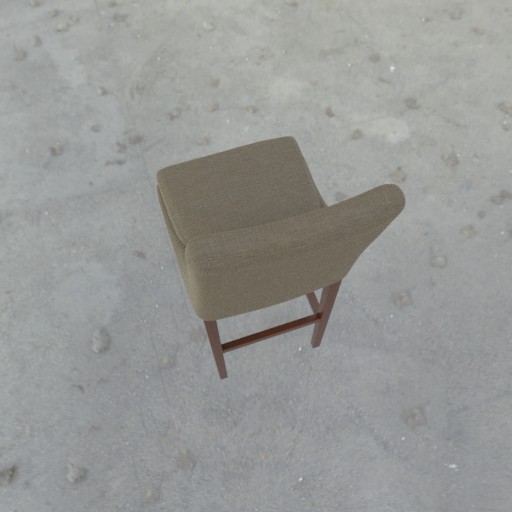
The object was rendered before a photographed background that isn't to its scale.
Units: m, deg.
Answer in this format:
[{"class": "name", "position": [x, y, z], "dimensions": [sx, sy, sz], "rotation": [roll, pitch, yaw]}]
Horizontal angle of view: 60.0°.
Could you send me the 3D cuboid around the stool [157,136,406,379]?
[{"class": "stool", "position": [0.000, 0.000, 1.359], "dimensions": [0.470, 1.078, 0.577], "rotation": [-16, 62, -9]}]
